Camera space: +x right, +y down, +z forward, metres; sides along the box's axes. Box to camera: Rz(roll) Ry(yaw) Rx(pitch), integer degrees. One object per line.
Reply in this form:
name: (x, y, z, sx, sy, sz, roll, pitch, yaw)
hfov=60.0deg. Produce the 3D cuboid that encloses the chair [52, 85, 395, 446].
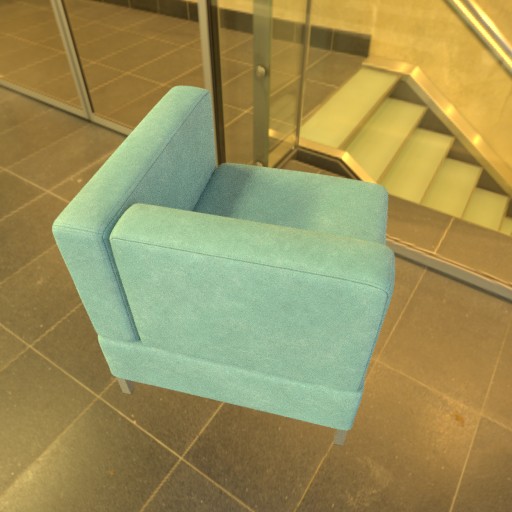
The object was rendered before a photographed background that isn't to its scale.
chair: (0.000, 0.000, 1.227, 0.680, 0.660, 0.680, 10, 46, 10)
